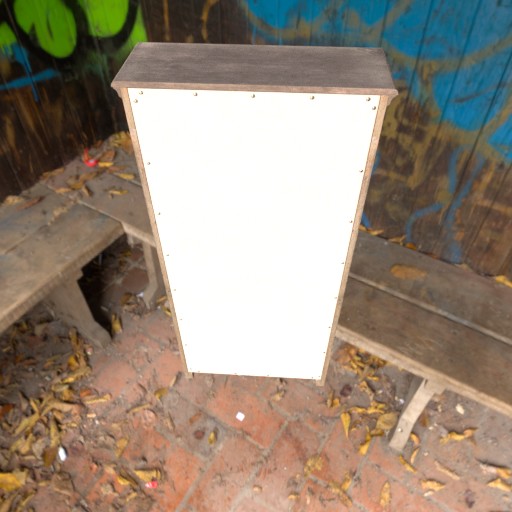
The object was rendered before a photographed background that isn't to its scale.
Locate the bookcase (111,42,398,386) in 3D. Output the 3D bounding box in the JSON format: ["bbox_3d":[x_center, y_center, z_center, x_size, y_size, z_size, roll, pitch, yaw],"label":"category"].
[{"bbox_3d":[0.000,0.000,2.175,0.906,1.880,0.348,3,46,3],"label":"bookcase"}]
